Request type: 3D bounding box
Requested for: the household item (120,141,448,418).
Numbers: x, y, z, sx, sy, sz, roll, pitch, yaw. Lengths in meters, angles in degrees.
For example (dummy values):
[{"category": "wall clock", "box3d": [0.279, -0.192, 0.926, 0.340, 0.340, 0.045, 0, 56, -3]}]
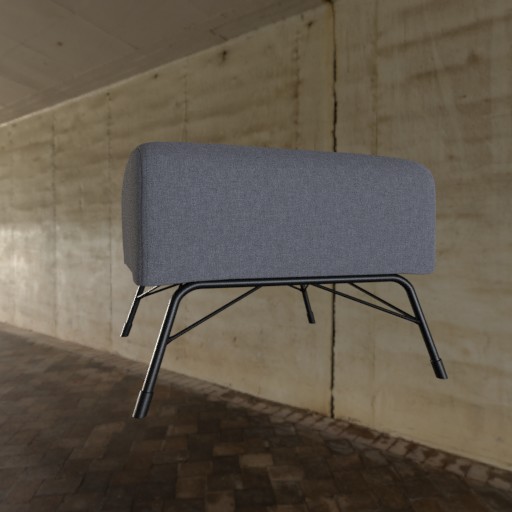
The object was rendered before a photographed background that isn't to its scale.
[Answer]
[{"category": "household item", "box3d": [0.000, 0.000, 0.923, 0.530, 0.410, 0.530, -1, 3, -19]}]
